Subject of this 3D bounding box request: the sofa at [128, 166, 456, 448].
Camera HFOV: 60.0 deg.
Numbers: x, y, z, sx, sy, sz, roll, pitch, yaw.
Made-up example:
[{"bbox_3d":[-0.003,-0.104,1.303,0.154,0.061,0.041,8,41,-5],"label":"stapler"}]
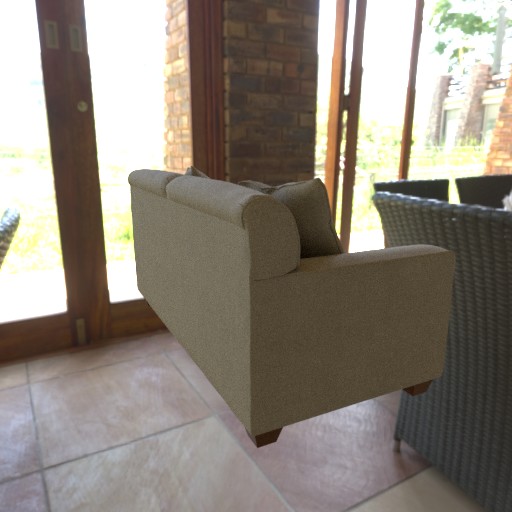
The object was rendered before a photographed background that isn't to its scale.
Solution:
[{"bbox_3d":[0.000,0.000,2.443,0.998,0.958,1.846,-7,15,-26],"label":"sofa"}]
